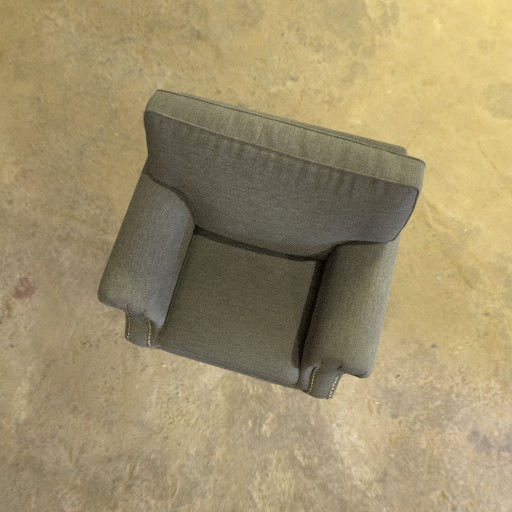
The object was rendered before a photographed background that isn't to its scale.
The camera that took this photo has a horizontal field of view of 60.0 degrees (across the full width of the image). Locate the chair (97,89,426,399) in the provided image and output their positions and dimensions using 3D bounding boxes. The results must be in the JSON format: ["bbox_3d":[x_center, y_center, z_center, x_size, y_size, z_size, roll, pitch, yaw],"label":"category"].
[{"bbox_3d":[0.000,0.000,1.849,1.092,0.961,0.965,15,75,4],"label":"chair"}]
